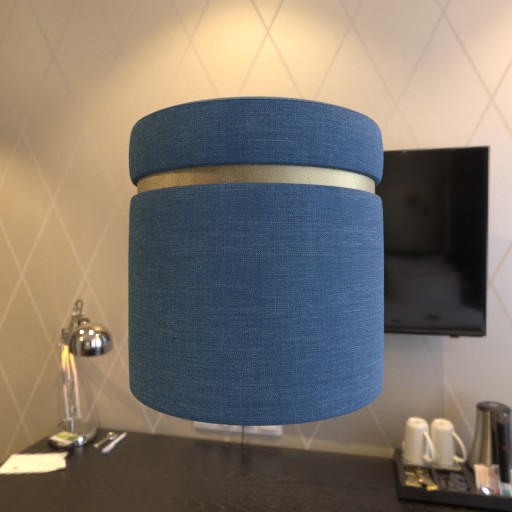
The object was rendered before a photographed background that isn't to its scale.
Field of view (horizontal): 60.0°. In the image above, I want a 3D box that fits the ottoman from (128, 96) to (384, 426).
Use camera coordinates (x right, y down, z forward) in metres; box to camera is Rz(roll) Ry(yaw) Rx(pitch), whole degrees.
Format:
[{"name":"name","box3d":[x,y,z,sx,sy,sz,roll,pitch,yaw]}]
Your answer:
[{"name":"ottoman","box3d":[0.000,0.000,0.718,0.398,0.406,0.398,0,0,0]}]
